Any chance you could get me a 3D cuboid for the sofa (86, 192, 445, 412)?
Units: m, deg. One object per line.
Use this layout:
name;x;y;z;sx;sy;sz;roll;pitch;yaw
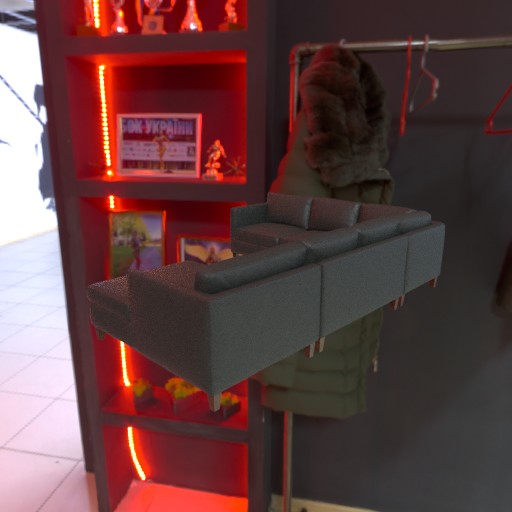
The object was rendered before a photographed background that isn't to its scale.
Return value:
sofa;0.000;0.000;4.639;2.593;0.923;3.460;14;20;42
